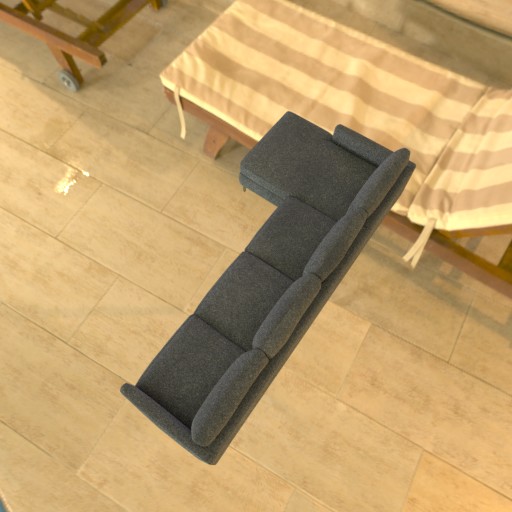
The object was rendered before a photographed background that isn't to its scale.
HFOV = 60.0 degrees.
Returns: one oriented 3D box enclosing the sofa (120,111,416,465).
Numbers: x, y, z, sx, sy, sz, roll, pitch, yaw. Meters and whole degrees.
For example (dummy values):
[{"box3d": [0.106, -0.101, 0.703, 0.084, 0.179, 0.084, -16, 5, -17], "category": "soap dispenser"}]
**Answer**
[{"box3d": [0.000, 0.000, 3.639, 1.350, 0.810, 2.932, 33, 69, 14], "category": "sofa"}]
